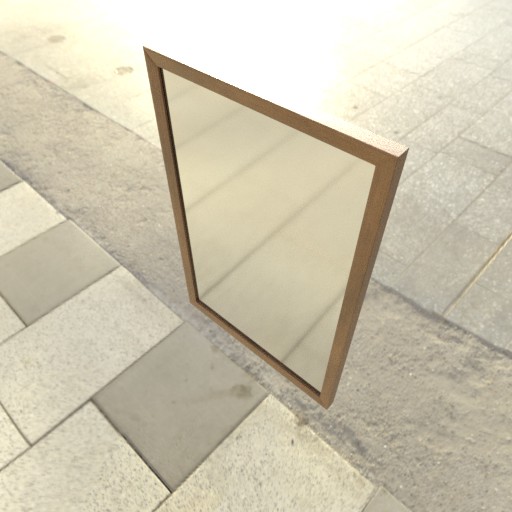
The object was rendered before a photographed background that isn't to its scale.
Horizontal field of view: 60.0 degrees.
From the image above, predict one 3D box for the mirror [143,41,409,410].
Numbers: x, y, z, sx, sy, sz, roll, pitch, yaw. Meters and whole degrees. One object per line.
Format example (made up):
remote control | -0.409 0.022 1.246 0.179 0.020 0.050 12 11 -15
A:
mirror | 0.000 0.000 1.154 0.609 0.915 0.040 33 56 26
